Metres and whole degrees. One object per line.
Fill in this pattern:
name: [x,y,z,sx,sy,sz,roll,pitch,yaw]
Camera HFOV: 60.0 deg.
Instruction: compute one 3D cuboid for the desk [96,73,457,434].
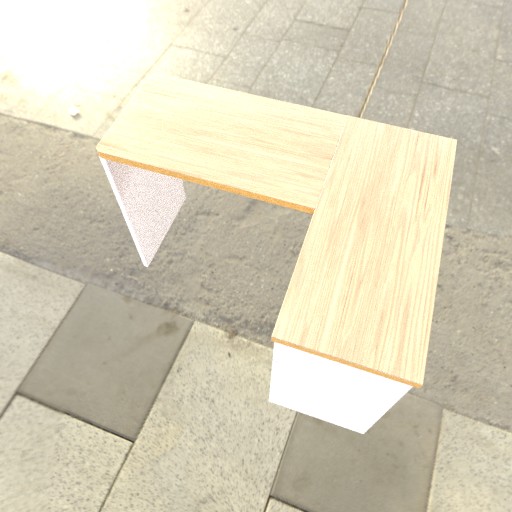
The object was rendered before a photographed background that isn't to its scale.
desk: [0.000,0.000,1.731,1.170,0.760,0.900,16,59,10]
